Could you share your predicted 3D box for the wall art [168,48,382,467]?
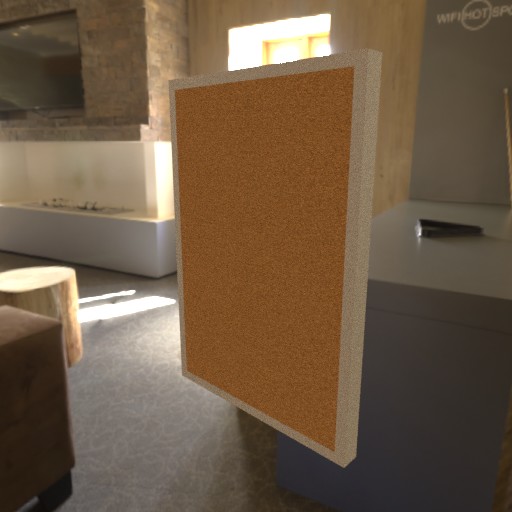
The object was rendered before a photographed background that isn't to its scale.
[{"bbox_3d":[0.000,0.000,0.835,0.450,0.657,0.038,13,19,42],"label":"wall art"}]
